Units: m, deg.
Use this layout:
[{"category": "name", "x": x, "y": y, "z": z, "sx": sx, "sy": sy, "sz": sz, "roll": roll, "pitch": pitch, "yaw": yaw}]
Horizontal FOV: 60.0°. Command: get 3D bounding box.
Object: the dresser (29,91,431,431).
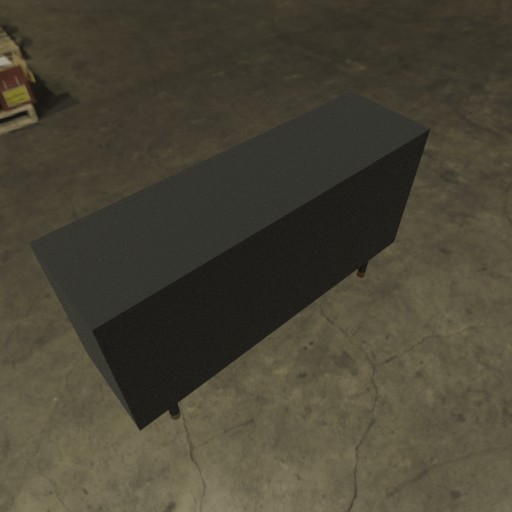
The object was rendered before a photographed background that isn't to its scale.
[{"category": "dresser", "x": 0.000, "y": 0.000, "z": 1.973, "sx": 1.558, "sy": 0.872, "sz": 0.463, "roll": -32, "pitch": 55, "yaw": -26}]
